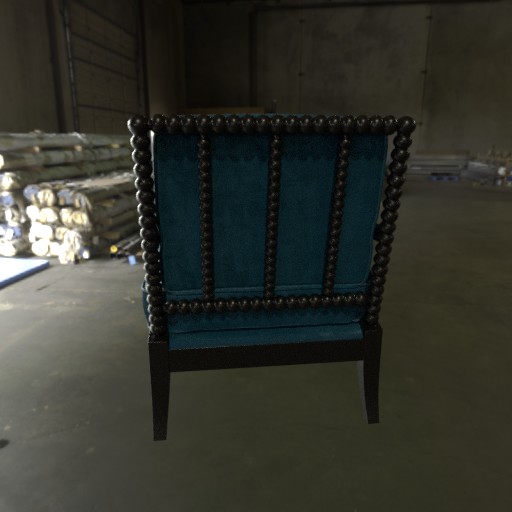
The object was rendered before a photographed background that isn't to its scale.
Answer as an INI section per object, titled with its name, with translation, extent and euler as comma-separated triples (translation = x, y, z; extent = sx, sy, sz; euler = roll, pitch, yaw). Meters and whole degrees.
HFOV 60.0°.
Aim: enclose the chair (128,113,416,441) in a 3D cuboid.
[chair]
translation = 0.000, 0.000, 1.441
extent = 0.688, 0.857, 0.805
euler = -2, 15, -7
